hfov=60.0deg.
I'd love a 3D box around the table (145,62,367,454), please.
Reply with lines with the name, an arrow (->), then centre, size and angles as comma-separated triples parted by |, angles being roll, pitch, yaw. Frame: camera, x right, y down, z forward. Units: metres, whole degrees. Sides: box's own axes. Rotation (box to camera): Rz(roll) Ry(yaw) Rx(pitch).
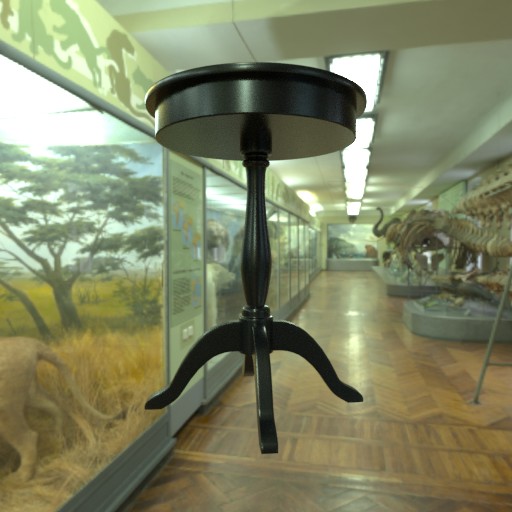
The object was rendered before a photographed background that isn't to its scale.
table -> 0.000, 0.000, 0.989 | 0.481, 0.665, 0.481 | 0, 1, 0
